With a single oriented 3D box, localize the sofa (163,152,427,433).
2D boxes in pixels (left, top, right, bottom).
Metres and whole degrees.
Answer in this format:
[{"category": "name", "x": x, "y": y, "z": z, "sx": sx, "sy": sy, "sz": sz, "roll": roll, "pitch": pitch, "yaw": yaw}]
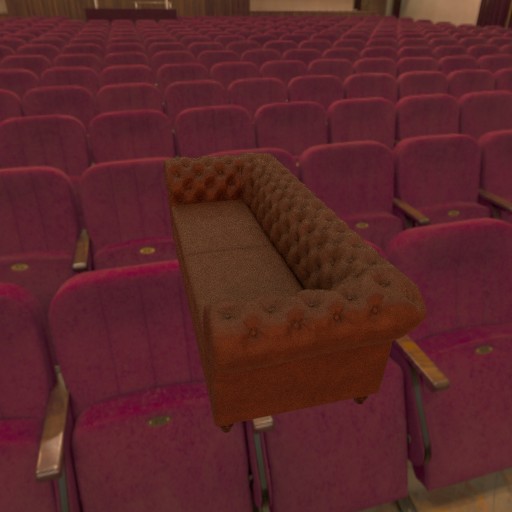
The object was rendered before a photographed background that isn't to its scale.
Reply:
[{"category": "sofa", "x": 0.000, "y": 0.000, "z": 2.829, "sx": 0.944, "sy": 0.783, "sz": 2.385, "roll": -7, "pitch": 29, "yaw": -13}]
